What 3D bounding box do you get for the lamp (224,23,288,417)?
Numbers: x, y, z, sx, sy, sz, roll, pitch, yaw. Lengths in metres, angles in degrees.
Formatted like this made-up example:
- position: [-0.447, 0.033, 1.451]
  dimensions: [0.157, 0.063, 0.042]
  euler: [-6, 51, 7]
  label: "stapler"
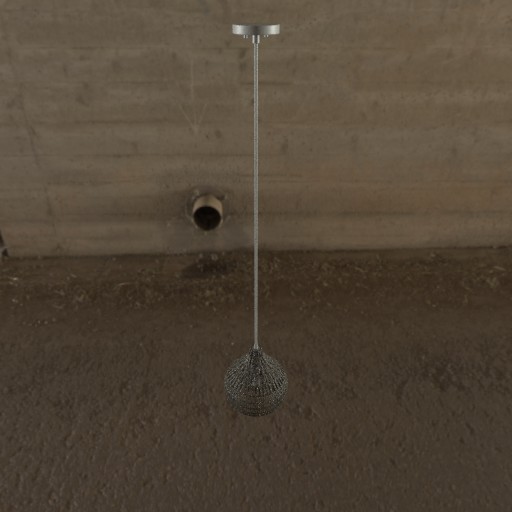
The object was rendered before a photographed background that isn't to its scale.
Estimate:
- position: [0.000, 0.000, 2.068]
  dimensions: [0.355, 1.919, 0.355]
  euler: [-21, 36, -31]
  label: "lamp"
